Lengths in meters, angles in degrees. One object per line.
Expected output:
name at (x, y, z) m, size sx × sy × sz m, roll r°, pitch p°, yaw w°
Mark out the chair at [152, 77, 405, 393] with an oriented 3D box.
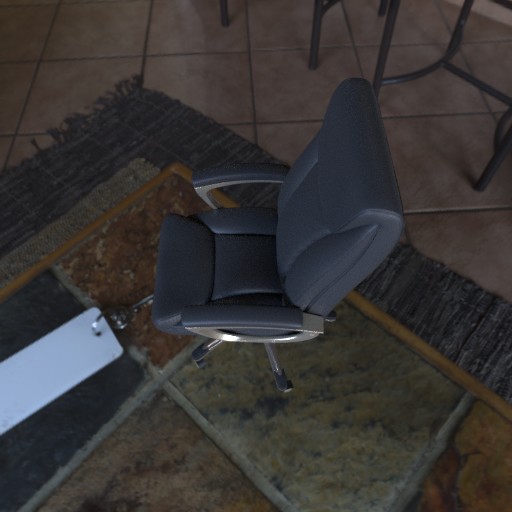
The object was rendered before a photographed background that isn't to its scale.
chair at (0.000, 0.000, 1.606) m, size 0.748 × 1.188 × 0.694 m, roll -1°, pitch 59°, yaw -1°
